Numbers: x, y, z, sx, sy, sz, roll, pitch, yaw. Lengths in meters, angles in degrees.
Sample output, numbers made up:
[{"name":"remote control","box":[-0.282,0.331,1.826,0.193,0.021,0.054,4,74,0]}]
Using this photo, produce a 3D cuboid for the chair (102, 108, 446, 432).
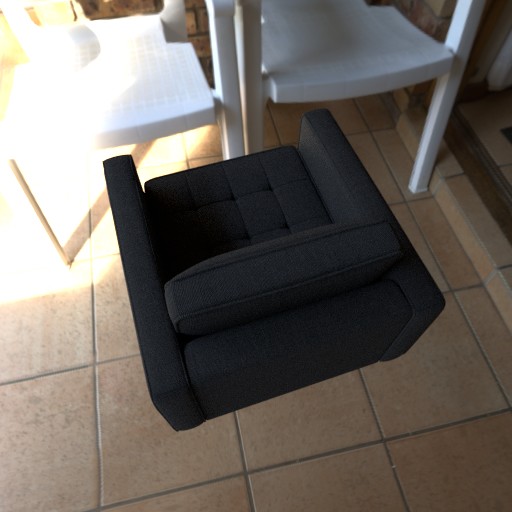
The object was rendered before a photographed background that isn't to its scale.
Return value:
[{"name":"chair","box":[0.000,0.000,1.609,0.899,0.770,0.919,-16,60,-10]}]
